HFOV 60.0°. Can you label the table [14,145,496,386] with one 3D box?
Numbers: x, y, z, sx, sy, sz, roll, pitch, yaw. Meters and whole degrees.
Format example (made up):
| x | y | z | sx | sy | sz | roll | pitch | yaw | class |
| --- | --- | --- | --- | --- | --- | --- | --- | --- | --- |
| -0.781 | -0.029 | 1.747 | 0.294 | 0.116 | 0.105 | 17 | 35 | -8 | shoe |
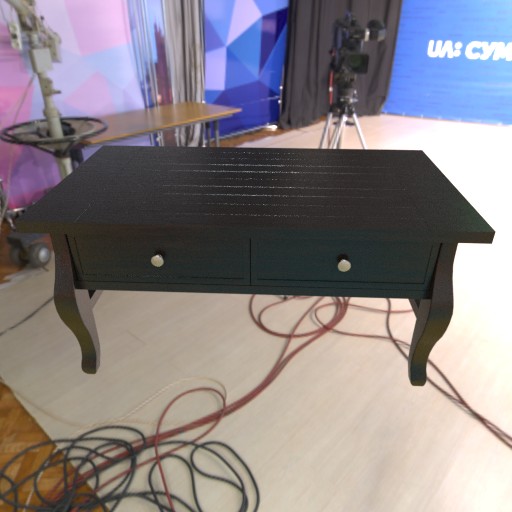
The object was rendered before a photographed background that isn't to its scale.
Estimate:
| x | y | z | sx | sy | sz | roll | pitch | yaw | class |
| --- | --- | --- | --- | --- | --- | --- | --- | --- | --- |
| 0.000 | 0.000 | 1.351 | 1.062 | 0.494 | 0.600 | 1 | 31 | 2 | table |
